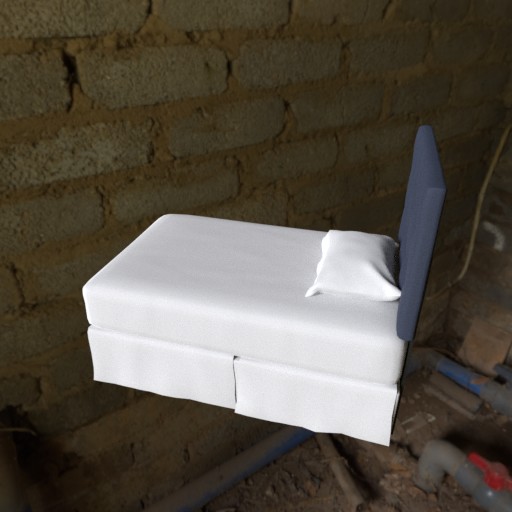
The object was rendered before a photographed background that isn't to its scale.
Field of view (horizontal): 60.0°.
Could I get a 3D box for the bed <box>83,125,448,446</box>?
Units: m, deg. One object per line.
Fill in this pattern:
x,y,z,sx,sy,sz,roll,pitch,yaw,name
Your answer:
0.000,0.000,2.908,1.997,1.571,1.261,8,31,14,bed
